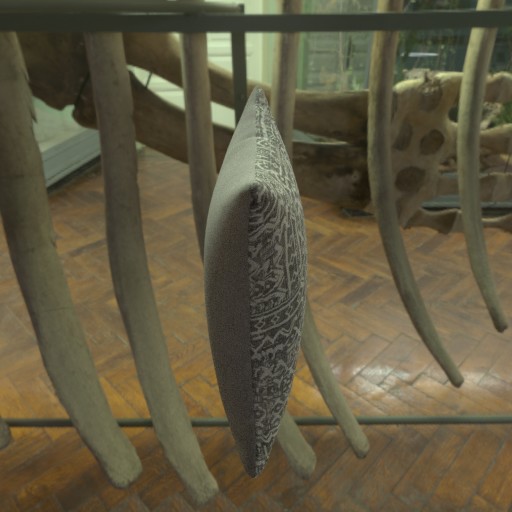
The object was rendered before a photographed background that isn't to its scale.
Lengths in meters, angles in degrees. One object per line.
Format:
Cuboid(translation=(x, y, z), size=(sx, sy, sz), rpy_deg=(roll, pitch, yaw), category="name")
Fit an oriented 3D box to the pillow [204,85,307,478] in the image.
Cuboid(translation=(0.000, 0.000, 0.791), size=(0.180, 0.487, 0.546), rpy_deg=(0, 31, 1), category="pillow")
